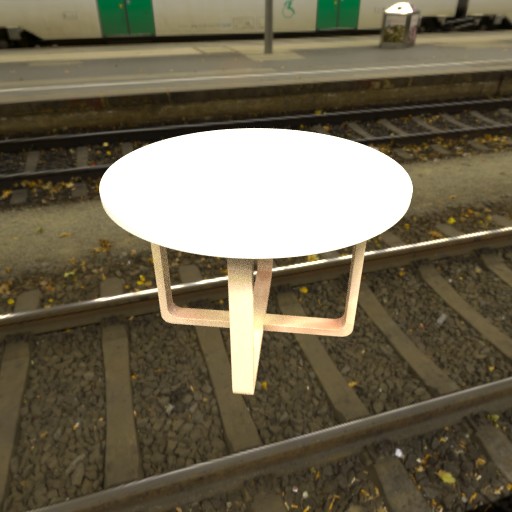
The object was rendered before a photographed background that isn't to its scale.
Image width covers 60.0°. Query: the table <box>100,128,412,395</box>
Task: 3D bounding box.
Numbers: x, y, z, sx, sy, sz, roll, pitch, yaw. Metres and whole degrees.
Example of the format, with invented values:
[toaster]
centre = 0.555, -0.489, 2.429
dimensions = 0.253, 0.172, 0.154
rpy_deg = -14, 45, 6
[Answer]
[table]
centre = 0.000, 0.000, 0.992
dimensions = 0.600, 0.400, 0.600
rpy_deg = 0, 32, 0
